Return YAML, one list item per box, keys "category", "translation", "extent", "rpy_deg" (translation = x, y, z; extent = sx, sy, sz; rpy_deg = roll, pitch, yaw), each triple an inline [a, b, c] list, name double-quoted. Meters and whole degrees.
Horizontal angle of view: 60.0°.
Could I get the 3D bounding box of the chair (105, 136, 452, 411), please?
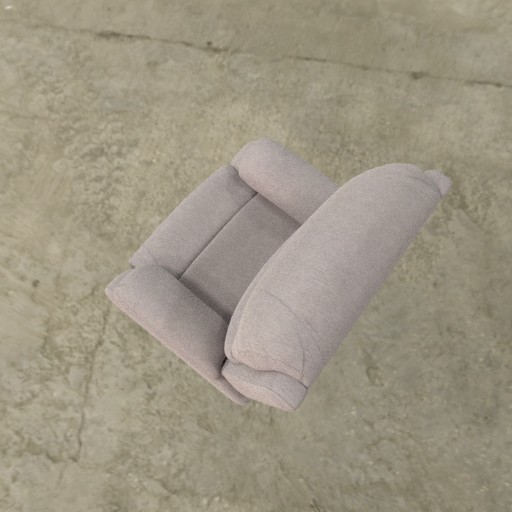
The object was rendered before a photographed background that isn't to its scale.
- category: "chair"
  translation: [0.000, 0.000, 1.706]
  extent: [0.899, 1.011, 0.930]
  rpy_deg: [35, 69, 15]
